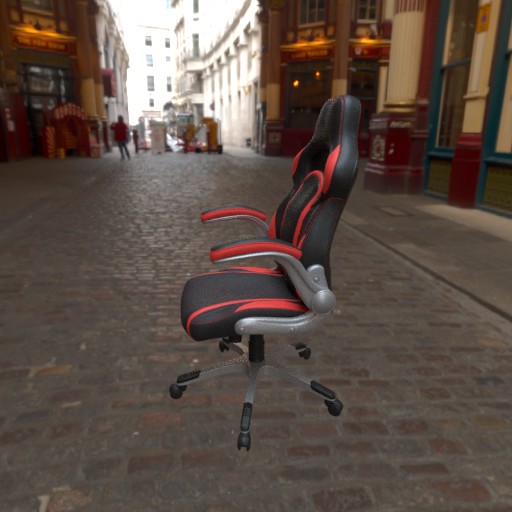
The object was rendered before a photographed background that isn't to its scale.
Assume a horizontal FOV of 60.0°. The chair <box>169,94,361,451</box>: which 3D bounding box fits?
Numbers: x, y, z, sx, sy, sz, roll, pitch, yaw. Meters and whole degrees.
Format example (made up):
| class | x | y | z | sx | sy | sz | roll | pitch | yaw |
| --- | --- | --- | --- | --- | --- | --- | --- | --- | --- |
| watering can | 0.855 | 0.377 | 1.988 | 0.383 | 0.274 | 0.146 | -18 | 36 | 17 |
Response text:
| class | x | y | z | sx | sy | sz | roll | pitch | yaw |
| --- | --- | --- | --- | --- | --- | --- | --- | --- | --- |
| chair | 0.000 | 0.000 | 1.694 | 0.712 | 1.165 | 0.758 | -3 | 17 | -9 |
